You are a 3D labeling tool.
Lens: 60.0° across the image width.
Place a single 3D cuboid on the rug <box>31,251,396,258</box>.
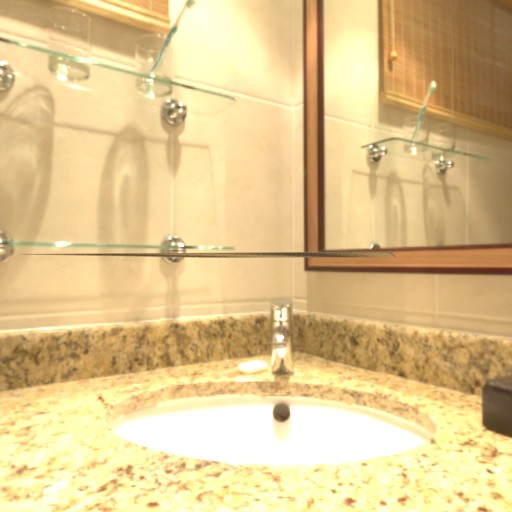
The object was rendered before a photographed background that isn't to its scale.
[{"bbox_3d":[0.000,0.000,4.106,2.453,0.004,3.037,0,-1,18],"label":"rug"}]
